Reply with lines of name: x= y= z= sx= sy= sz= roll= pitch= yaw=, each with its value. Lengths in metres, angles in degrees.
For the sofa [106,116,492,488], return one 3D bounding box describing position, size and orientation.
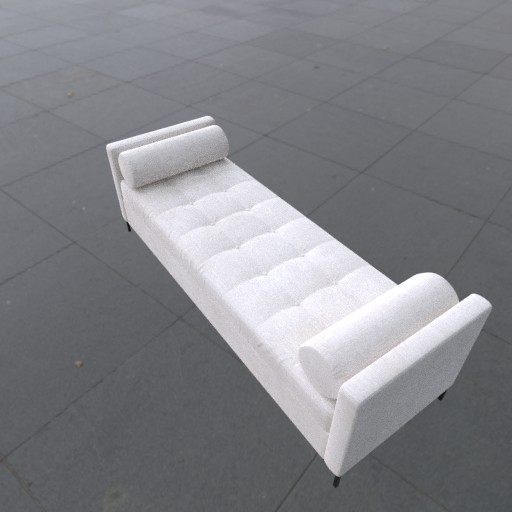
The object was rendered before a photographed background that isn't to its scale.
sofa: x=0.000 y=0.000 z=2.233 sx=0.686 sy=0.635 sz=1.981 roll=-25 pitch=47 yaw=-26
